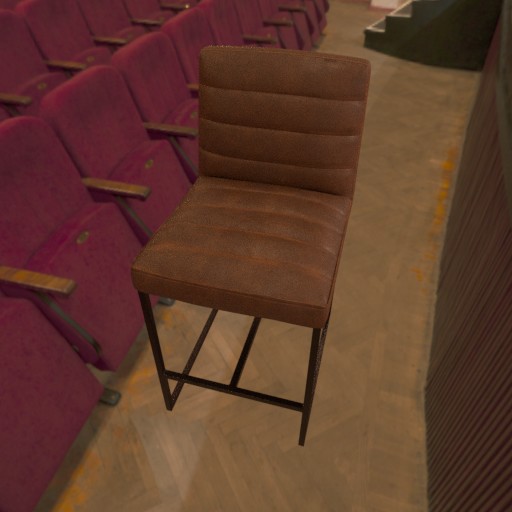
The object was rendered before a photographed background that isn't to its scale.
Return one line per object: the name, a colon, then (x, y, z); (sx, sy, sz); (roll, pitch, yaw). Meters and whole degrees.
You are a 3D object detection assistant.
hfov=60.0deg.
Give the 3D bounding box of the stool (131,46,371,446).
stool: (0.000, 0.000, 1.229); (0.463, 0.942, 0.562); (10, 42, 12)
